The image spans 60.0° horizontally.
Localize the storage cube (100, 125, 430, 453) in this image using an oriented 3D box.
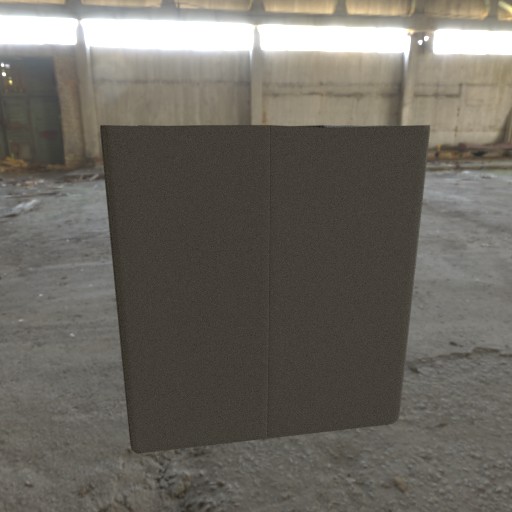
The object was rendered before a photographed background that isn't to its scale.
[{"bbox_3d":[0.000,0.000,0.494,0.270,0.280,0.270,-3,17,-9],"label":"storage cube"}]
